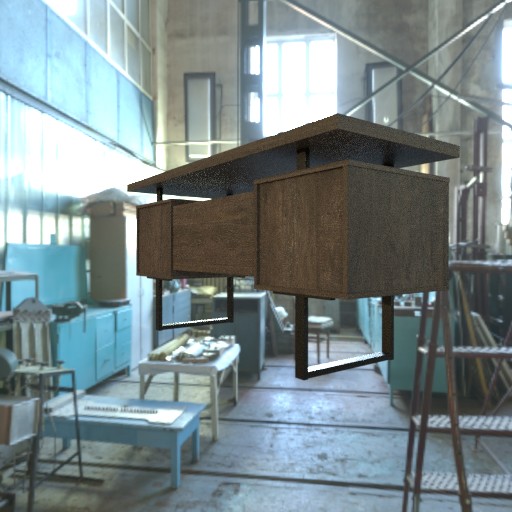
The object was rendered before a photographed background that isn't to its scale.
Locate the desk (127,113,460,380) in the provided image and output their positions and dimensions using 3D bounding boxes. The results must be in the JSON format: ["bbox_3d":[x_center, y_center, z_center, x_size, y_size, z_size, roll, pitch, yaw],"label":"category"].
[{"bbox_3d":[0.000,0.000,1.948,0.600,0.760,1.524,0,1,-36],"label":"desk"}]
